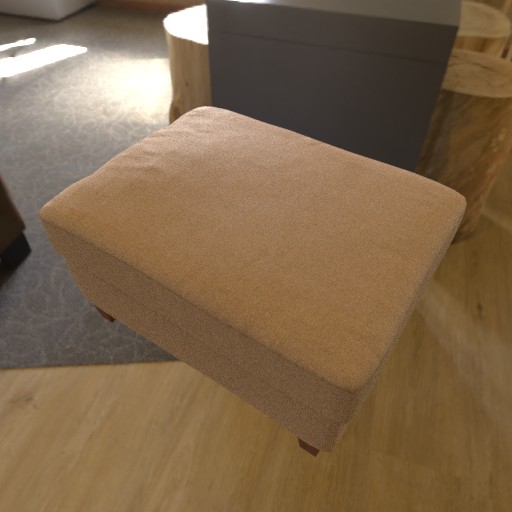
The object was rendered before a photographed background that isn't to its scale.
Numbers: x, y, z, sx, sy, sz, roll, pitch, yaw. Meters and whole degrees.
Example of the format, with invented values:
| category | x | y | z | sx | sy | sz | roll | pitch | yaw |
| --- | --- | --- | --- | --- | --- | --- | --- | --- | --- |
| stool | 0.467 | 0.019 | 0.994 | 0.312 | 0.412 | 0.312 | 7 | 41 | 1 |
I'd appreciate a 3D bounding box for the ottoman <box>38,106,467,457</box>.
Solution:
| category | x | y | z | sx | sy | sz | roll | pitch | yaw |
| --- | --- | --- | --- | --- | --- | --- | --- | --- | --- |
| ottoman | 0.000 | 0.000 | 1.266 | 0.902 | 0.511 | 0.692 | 26 | 51 | 23 |
